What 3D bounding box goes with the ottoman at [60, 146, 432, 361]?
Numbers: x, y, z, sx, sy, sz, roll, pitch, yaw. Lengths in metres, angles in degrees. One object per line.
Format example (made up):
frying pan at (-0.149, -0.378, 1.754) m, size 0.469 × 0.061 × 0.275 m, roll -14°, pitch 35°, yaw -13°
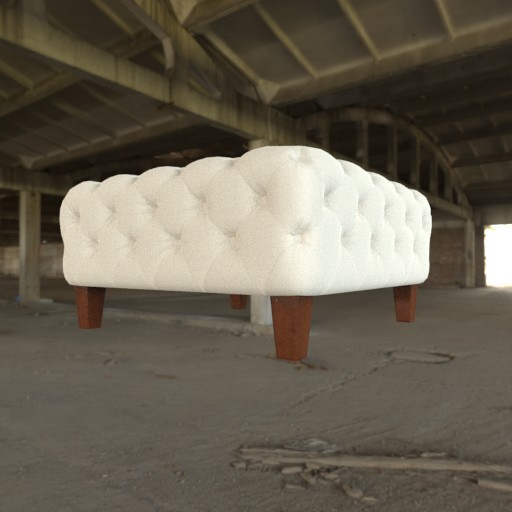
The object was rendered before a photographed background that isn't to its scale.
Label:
ottoman at (0.000, 0.000, 1.217) m, size 0.755 × 0.376 × 0.753 m, roll -1°, pitch -1°, yaw 37°
